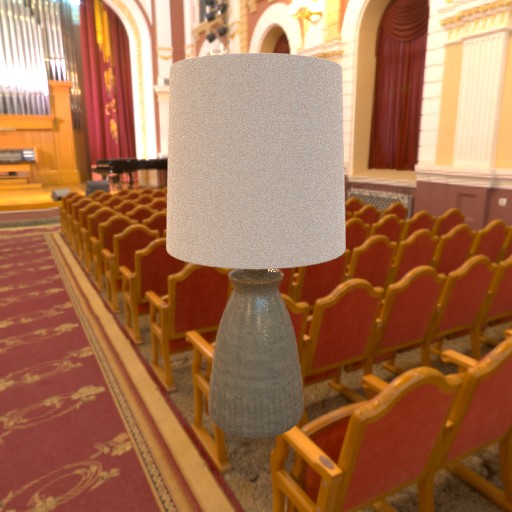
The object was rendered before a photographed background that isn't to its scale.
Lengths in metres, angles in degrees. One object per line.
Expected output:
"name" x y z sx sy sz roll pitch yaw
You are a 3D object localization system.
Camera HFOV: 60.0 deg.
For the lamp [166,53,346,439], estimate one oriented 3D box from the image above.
"lamp" 0.000 0.000 0.472 0.186 0.369 0.186 0 14 0
